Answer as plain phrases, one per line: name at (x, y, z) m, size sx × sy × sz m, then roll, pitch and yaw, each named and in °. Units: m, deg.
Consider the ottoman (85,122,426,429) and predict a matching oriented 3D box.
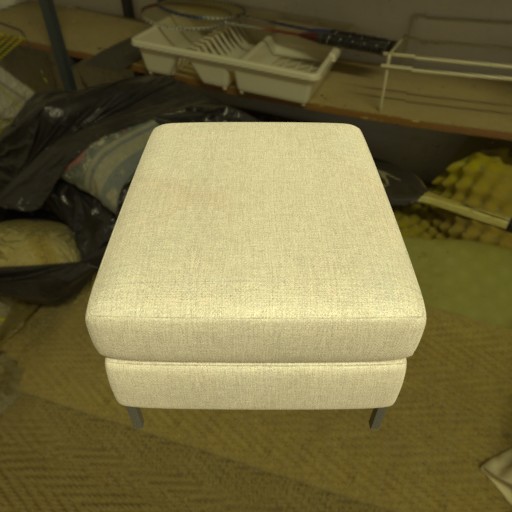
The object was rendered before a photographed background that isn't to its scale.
ottoman at (0.000, 0.000, 1.238) m, size 0.671 × 0.490 × 0.820 m, roll 0°, pitch 42°, yaw 0°
